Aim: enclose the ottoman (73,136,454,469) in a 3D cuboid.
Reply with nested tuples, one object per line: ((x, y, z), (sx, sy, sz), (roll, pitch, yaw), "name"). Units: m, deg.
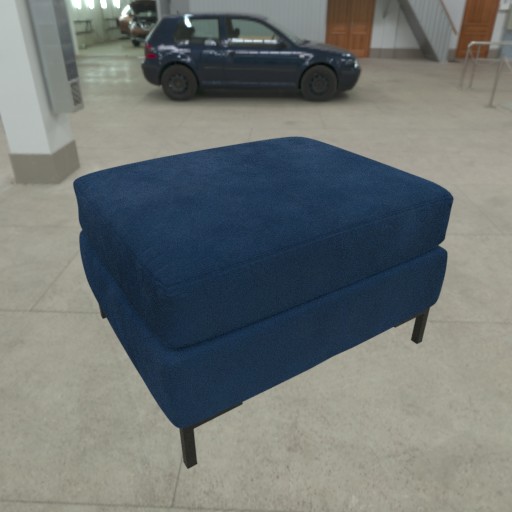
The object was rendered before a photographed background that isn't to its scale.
((0.000, 0.000, 1.191), (0.794, 0.485, 0.655), (-18, 34, -28), "ottoman")
